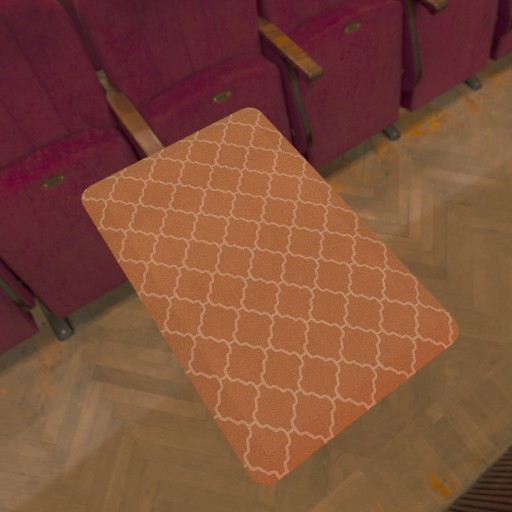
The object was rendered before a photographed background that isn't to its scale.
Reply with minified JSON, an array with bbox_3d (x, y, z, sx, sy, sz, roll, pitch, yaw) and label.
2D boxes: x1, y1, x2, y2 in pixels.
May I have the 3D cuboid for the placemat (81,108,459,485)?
[{"bbox_3d":[0.000,0.000,0.965,0.508,0.021,0.762,-32,67,-15],"label":"placemat"}]
